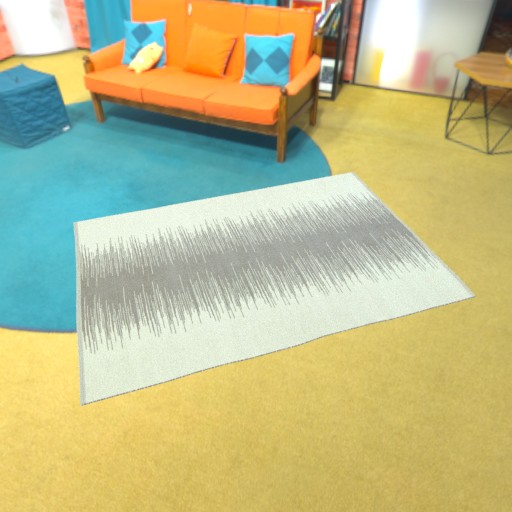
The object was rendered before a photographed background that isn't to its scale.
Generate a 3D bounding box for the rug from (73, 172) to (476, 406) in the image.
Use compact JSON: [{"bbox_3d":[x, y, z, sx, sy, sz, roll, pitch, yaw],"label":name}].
[{"bbox_3d":[0.000,0.000,2.332,1.815,0.007,1.226,-12,42,-14],"label":"rug"}]
